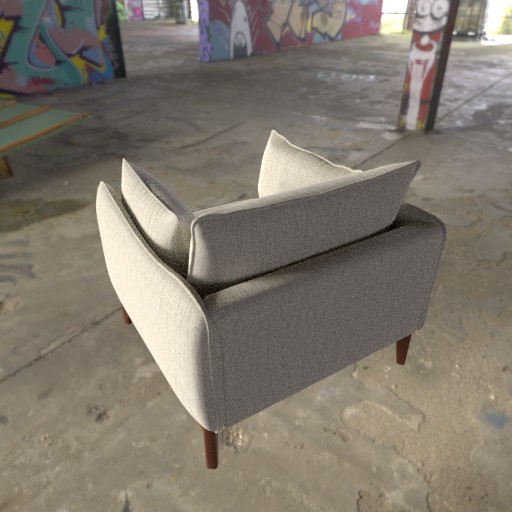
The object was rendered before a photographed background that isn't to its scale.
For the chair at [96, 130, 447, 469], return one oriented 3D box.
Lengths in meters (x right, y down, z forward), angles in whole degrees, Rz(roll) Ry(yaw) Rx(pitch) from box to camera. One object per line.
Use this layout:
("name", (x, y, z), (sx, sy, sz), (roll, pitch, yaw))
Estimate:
("chair", (0.000, 0.000, 1.727), (0.994, 0.855, 0.991), (-18, 36, -27))
